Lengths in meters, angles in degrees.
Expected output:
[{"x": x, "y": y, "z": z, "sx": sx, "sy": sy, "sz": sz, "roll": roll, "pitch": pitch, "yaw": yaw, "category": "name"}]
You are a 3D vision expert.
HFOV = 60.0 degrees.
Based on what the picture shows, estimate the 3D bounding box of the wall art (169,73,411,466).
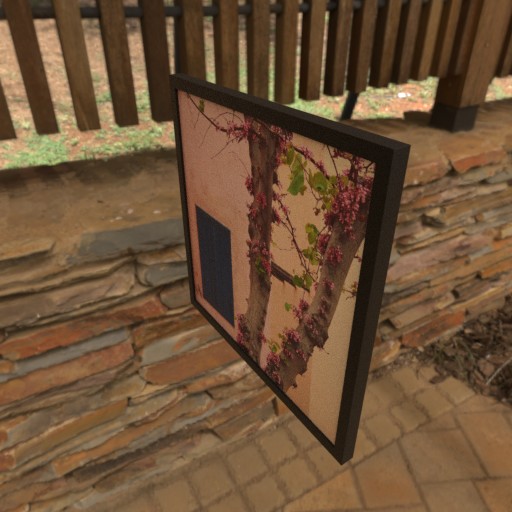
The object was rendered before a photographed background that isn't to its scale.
[{"x": 0.000, "y": 0.000, "z": 1.121, "sx": 0.038, "sy": 0.762, "sz": 0.762, "roll": -20, "pitch": 37, "yaw": -29, "category": "wall art"}]
